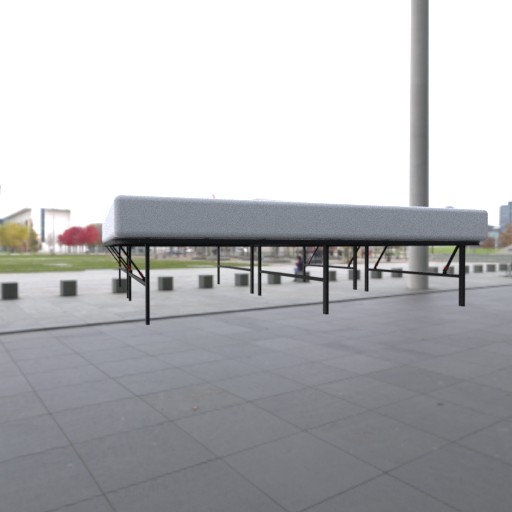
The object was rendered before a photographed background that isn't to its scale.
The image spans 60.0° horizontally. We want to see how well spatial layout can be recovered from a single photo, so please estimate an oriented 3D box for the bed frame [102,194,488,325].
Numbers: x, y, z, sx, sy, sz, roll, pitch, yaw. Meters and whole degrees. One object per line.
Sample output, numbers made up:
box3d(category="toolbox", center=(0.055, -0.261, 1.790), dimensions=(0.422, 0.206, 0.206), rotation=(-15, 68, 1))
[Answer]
box3d(category="bed frame", center=(0.000, 0.000, 3.005), dimensions=(1.935, 0.525, 2.033), rotation=(0, 1, -20))
